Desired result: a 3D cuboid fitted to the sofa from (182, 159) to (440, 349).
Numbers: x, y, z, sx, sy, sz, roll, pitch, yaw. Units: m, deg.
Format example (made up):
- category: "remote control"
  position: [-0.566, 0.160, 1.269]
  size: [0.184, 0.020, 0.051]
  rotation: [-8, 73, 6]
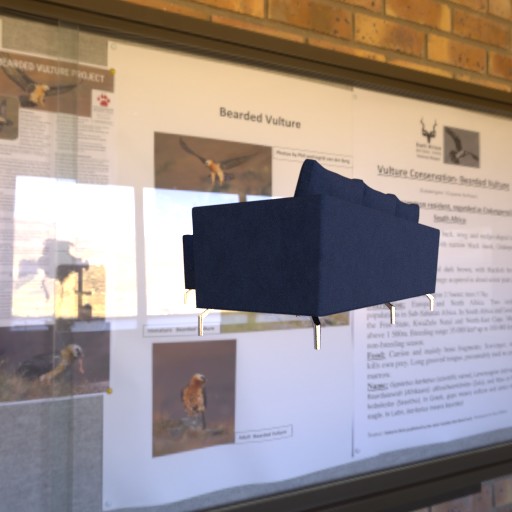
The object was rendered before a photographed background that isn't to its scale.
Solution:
- category: "sofa"
  position: [0.000, 0.000, 3.797]
  size: [2.472, 0.988, 2.463]
  rotation: [-1, -2, 34]
